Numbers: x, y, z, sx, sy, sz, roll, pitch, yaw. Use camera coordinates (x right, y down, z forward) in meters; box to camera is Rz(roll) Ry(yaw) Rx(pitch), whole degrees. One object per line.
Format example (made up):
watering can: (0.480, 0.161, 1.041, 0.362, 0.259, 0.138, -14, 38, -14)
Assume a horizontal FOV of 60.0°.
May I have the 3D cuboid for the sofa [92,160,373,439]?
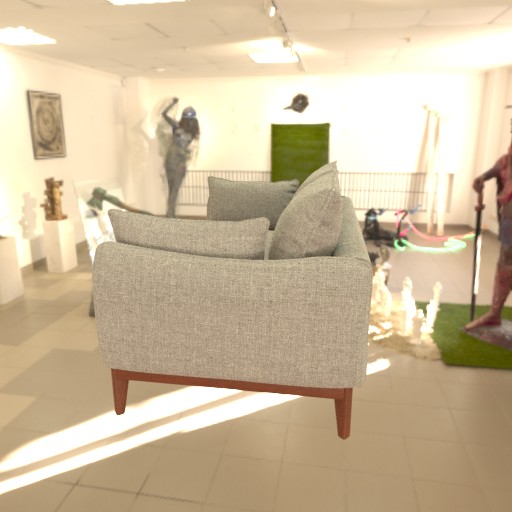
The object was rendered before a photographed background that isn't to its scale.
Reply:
sofa: (0.000, 0.000, 2.160, 0.972, 0.851, 1.580, 2, 15, 9)
